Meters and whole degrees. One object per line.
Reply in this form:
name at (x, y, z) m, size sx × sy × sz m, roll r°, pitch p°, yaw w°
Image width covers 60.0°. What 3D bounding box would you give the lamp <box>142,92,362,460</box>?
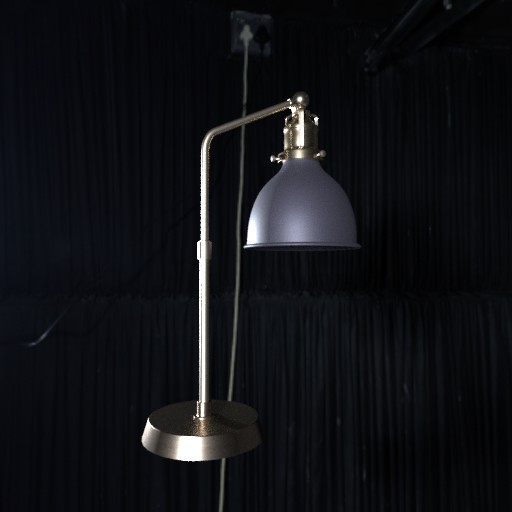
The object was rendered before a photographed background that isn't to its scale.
lamp at (0.000, 0.000, 0.590) m, size 0.291 × 0.456 × 0.160 m, roll 1°, pitch -2°, yaw -17°
